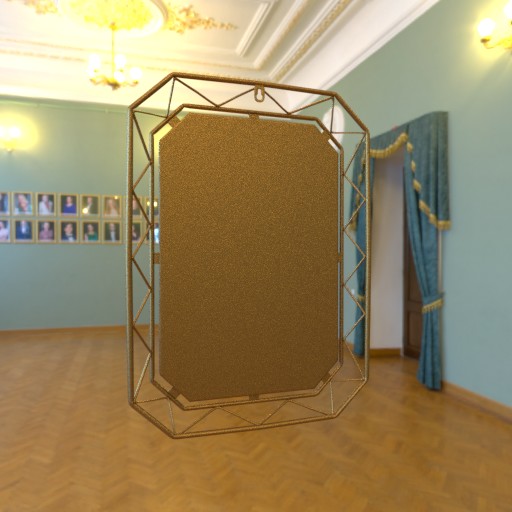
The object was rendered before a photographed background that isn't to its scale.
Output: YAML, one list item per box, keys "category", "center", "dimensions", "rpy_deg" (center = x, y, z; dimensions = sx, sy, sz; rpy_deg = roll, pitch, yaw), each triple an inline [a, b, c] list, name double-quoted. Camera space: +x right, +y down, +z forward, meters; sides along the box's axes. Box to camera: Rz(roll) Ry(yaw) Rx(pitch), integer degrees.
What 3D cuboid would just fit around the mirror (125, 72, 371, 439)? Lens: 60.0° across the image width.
- category: "mirror"
  center: [0.000, 0.000, 0.734]
  dimensions: [0.417, 0.566, 0.042]
  rpy_deg: [0, 1, -18]
